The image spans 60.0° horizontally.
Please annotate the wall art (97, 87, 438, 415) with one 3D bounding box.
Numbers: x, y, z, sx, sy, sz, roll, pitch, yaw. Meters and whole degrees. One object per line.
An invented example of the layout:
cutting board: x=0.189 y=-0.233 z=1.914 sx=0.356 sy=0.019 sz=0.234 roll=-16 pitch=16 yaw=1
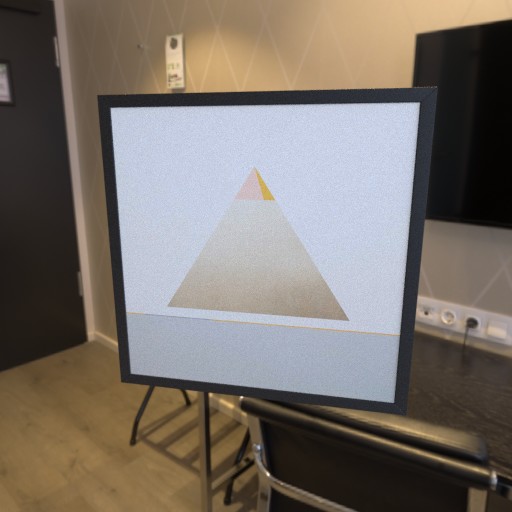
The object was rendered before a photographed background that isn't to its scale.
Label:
wall art: x=0.000 y=0.000 z=1.099 sx=0.769 sy=0.766 sz=0.042 roll=3 pitch=15 yaw=11
